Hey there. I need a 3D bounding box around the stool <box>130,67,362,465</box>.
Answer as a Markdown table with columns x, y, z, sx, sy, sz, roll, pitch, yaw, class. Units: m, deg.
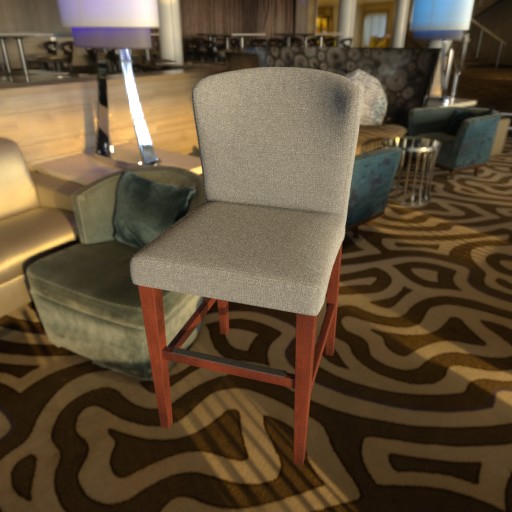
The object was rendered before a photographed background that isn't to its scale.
| x | y | z | sx | sy | sz | roll | pitch | yaw | class |
| --- | --- | --- | --- | --- | --- | --- | --- | --- | --- |
| 0.000 | 0.000 | 1.270 | 0.479 | 0.968 | 0.568 | 8 | 28 | 16 | stool |
